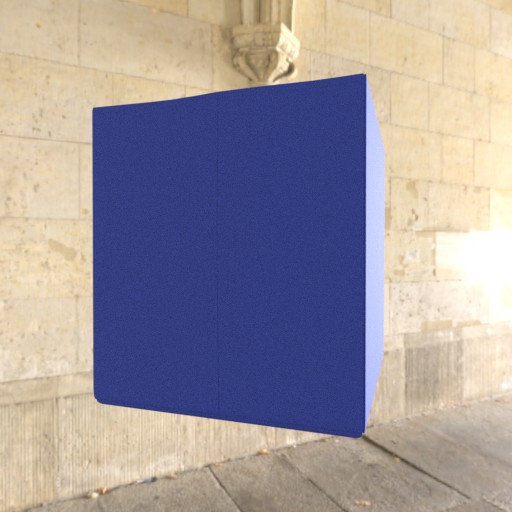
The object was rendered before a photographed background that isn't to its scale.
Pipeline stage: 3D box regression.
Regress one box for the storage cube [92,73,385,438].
[{"bbox_3d":[0.000,0.000,0.503,0.270,0.280,0.270,0,1,19],"label":"storage cube"}]
